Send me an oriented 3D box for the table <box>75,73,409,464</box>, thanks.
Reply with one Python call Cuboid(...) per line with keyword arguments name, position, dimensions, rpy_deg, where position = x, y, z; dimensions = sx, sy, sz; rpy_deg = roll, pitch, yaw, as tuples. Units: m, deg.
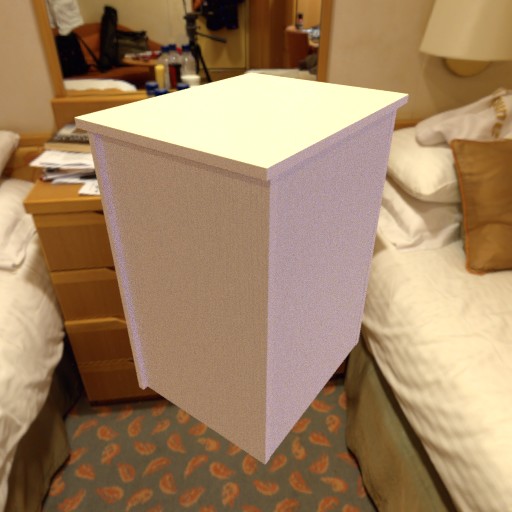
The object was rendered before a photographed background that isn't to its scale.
Cuboid(name="table", position=(0.000, 0.000, 0.955), dimensions=(0.381, 0.635, 0.480), rpy_deg=(21, 38, 30))
